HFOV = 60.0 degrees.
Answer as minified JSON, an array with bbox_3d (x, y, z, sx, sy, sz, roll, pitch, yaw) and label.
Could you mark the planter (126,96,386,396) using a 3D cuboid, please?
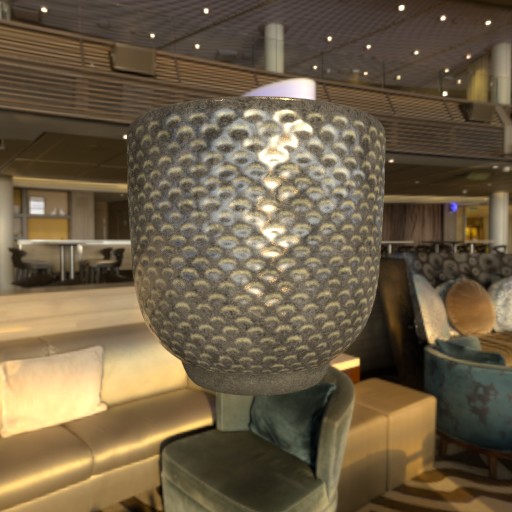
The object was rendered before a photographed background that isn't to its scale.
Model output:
[{"bbox_3d":[0.000,0.000,0.353,0.197,0.191,0.197,0,2,0],"label":"planter"}]
